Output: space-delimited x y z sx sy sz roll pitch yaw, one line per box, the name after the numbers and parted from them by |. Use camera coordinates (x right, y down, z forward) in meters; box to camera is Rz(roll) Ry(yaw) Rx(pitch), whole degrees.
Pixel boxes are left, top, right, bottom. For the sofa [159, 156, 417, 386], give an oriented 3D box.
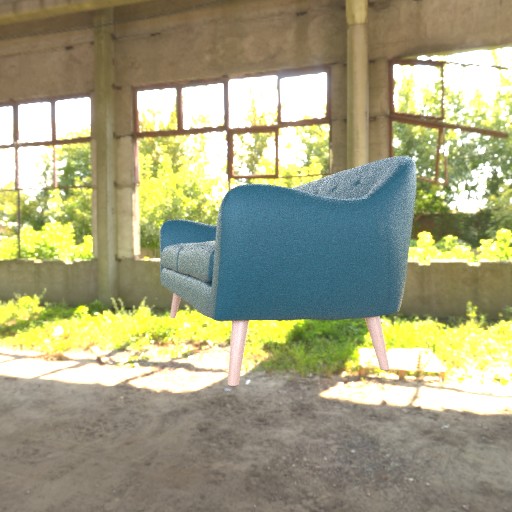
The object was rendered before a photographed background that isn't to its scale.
0.000 0.000 2.294 0.820 0.836 1.840 0 1 -18 | sofa
